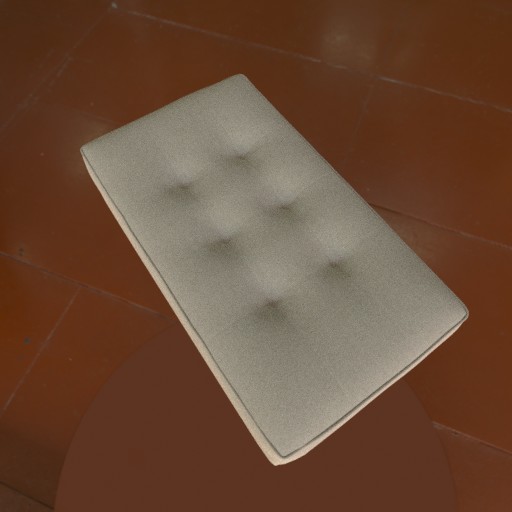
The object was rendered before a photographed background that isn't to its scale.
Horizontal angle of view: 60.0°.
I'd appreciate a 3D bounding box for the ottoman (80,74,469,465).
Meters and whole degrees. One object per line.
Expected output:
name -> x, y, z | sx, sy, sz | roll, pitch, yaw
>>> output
ottoman -> 0.000, 0.000, 1.469 | 0.648, 0.508, 1.143 | -31, 66, -15
